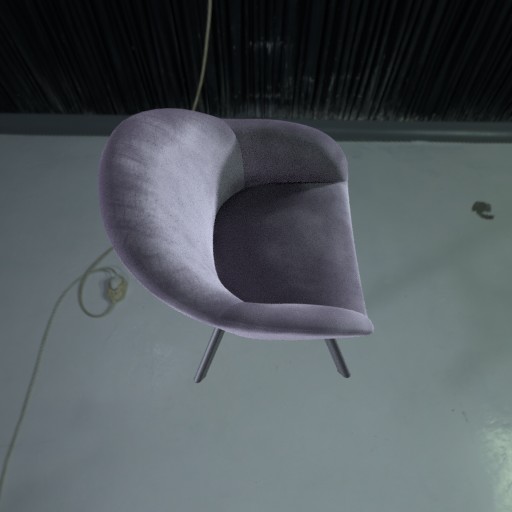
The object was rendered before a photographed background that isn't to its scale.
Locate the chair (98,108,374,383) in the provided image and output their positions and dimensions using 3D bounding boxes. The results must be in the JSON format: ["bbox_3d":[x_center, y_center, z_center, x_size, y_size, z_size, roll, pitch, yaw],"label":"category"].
[{"bbox_3d":[0.000,0.000,1.171,0.590,0.795,0.550,-2,63,-1],"label":"chair"}]
